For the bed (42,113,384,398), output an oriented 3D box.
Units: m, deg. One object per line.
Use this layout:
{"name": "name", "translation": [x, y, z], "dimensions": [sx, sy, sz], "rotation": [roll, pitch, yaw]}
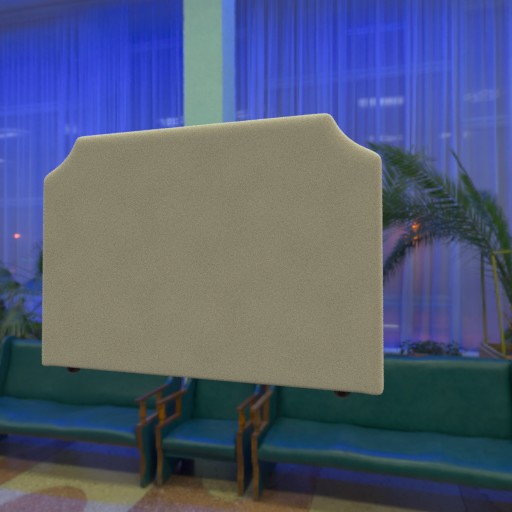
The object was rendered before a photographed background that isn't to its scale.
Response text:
{"name": "bed", "translation": [0.000, 0.000, 3.229], "dimensions": [1.827, 1.296, 2.209], "rotation": [0, 0, 17]}
